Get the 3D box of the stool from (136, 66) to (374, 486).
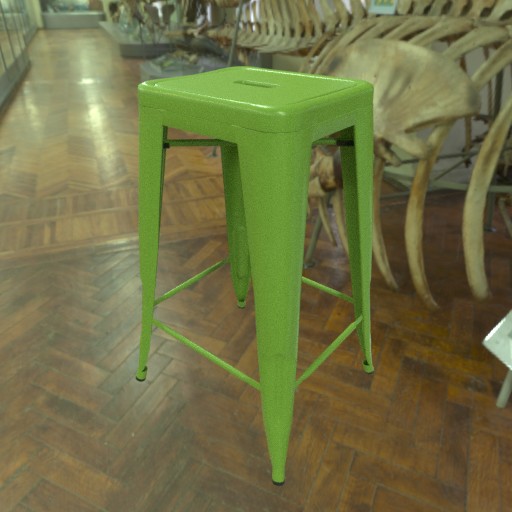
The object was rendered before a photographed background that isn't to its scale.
[{"bbox_3d":[0.000,0.000,0.823,0.398,0.609,0.358,23,38,33],"label":"stool"}]
